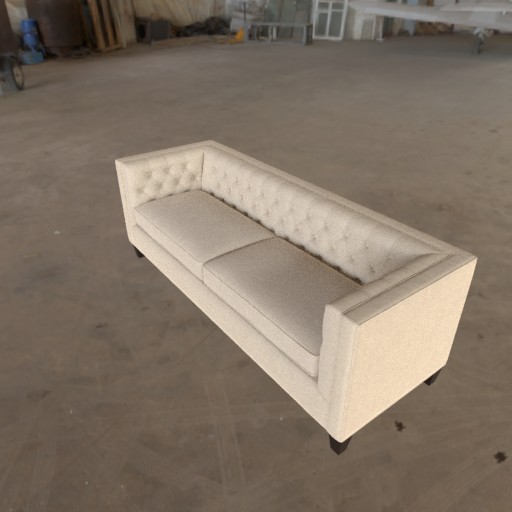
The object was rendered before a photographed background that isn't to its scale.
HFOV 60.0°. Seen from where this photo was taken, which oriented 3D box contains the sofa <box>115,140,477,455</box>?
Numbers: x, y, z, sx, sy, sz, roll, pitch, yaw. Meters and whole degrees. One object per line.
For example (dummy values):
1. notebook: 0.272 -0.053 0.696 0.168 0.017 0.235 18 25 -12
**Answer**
1. sofa: 0.000 0.000 2.627 0.775 0.762 2.159 -21 37 -31
